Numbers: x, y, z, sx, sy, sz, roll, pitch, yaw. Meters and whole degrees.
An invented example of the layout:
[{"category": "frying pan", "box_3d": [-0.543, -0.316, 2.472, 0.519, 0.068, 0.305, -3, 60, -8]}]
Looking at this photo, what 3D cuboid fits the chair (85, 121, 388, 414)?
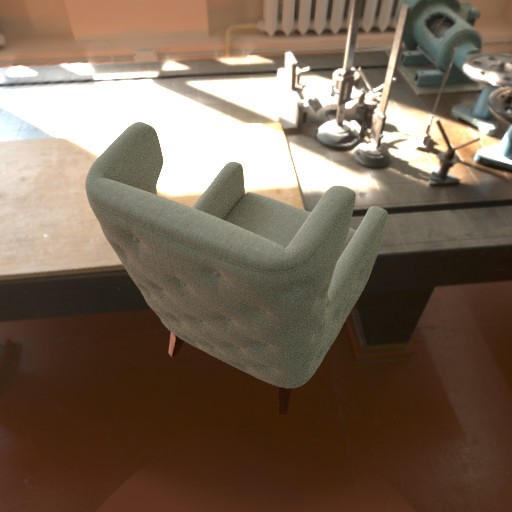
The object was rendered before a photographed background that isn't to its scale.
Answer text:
[{"category": "chair", "box_3d": [0.000, 0.000, 1.690, 0.778, 1.079, 0.899, 22, 51, 19]}]
